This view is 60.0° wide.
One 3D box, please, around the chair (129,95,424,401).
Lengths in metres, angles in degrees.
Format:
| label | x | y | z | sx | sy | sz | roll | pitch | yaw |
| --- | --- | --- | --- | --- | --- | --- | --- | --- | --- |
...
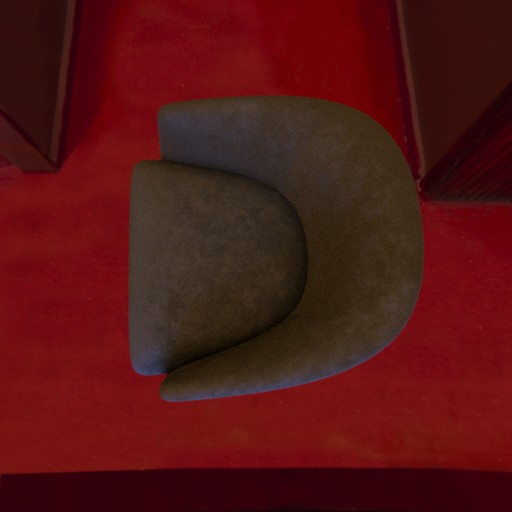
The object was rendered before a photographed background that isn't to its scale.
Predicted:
| label | x | y | z | sx | sy | sz | roll | pitch | yaw |
| --- | --- | --- | --- | --- | --- | --- | --- | --- | --- |
| chair | 0.000 | 0.000 | 1.329 | 0.767 | 0.698 | 0.773 | -3 | 77 | -1 |
